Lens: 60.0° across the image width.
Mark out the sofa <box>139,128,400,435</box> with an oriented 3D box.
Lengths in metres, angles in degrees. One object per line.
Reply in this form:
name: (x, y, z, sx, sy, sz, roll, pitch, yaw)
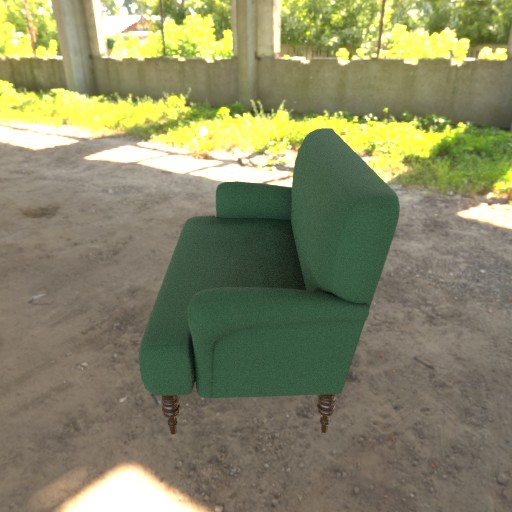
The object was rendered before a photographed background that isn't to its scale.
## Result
sofa: (0.000, 0.000, 1.887, 0.779, 0.889, 1.297, 0, 25, -1)
